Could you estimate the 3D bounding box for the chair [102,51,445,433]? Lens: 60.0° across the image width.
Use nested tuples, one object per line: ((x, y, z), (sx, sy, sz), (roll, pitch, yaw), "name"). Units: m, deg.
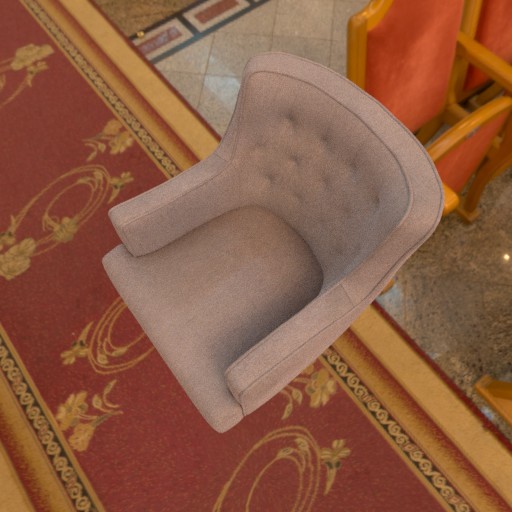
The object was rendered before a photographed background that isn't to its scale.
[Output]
((0.000, 0.000, 1.554), (0.910, 0.919, 0.781), (-35, 69, -16), "chair")
